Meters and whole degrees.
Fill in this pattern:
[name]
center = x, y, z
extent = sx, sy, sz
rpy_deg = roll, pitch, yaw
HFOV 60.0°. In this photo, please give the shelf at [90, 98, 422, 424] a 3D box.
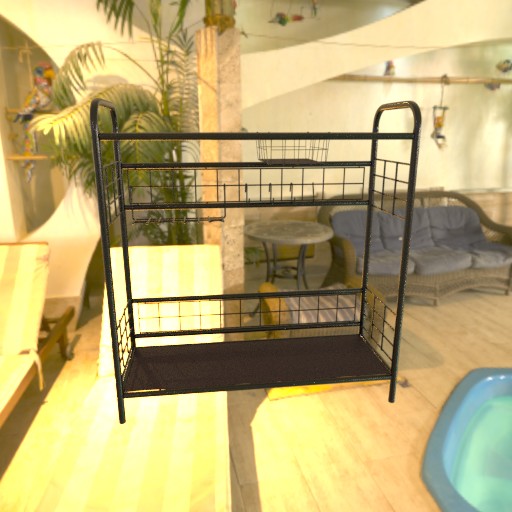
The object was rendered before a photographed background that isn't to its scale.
[shelf]
center = 0.000, 0.000, 1.550
extent = 0.961, 1.026, 0.350
rpy_deg = -2, 16, -7
